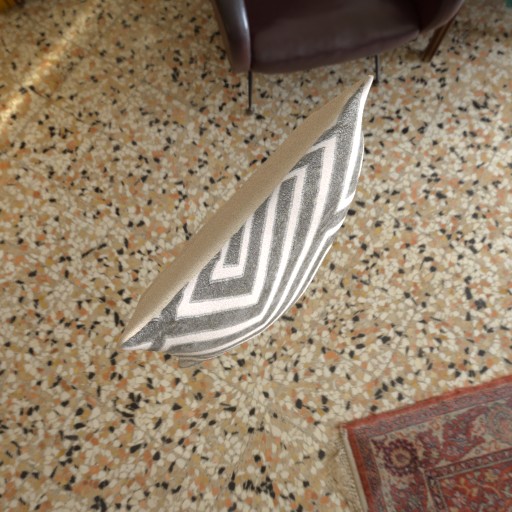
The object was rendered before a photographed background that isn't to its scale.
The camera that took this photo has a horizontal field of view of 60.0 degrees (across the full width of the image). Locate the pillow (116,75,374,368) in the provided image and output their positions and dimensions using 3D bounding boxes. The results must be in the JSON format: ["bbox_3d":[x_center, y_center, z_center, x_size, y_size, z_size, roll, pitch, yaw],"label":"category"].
[{"bbox_3d":[0.000,0.000,0.692,0.182,0.441,0.440,39,78,10],"label":"pillow"}]
